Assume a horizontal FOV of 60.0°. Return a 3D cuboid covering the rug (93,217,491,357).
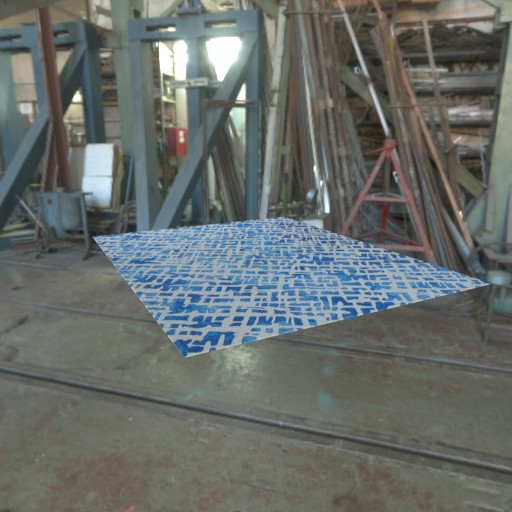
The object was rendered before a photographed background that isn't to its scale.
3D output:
[{"bbox_3d":[0.000,0.000,4.080,2.435,0.007,3.007,-8,18,-26],"label":"rug"}]
